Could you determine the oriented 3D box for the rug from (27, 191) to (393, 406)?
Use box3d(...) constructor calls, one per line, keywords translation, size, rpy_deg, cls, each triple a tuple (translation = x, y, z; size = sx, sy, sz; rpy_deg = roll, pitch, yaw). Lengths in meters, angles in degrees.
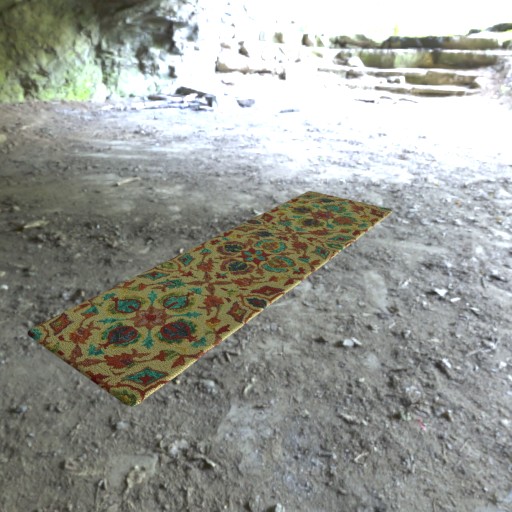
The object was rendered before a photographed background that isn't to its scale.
box3d(translation=(0.000, 0.000, 2.460), size=(0.693, 0.016, 2.273), rpy_deg=(19, 33, 33), cls="rug")
